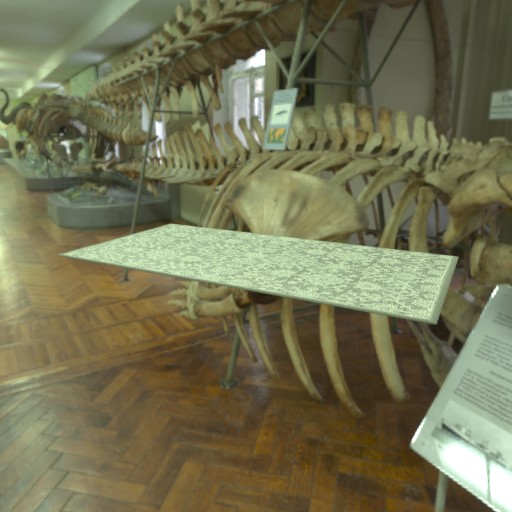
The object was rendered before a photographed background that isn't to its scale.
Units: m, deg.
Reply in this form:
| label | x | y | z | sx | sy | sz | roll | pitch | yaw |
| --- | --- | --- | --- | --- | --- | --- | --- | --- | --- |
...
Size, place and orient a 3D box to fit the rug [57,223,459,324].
| label | x | y | z | sx | sy | sz | roll | pitch | yaw |
| --- | --- | --- | --- | --- | --- | --- | --- | --- | --- |
| rug | 0.000 | 0.000 | 3.766 | 3.048 | 0.011 | 1.546 | 8 | 17 | 27 |
